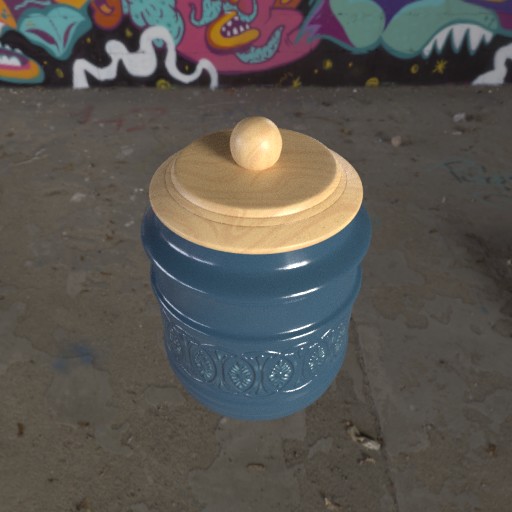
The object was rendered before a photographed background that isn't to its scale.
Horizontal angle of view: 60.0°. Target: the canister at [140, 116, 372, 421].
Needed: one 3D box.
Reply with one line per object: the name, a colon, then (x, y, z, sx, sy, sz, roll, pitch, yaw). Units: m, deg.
canister: (0.000, 0.000, 0.273, 0.130, 0.176, 0.130, 0, 42, 0)
